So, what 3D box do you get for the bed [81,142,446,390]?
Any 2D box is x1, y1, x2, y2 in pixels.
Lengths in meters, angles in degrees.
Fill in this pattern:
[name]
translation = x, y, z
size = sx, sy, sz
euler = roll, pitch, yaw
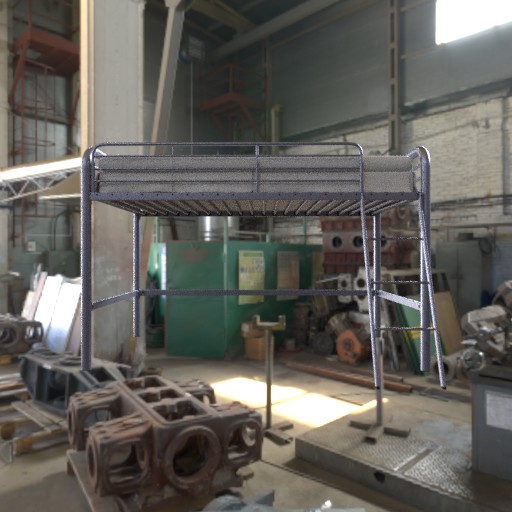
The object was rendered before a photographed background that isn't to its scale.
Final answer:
[bed]
translation = 0.000, 0.000, 2.848
size = 1.965, 1.288, 1.415
euler = 0, 0, 1
